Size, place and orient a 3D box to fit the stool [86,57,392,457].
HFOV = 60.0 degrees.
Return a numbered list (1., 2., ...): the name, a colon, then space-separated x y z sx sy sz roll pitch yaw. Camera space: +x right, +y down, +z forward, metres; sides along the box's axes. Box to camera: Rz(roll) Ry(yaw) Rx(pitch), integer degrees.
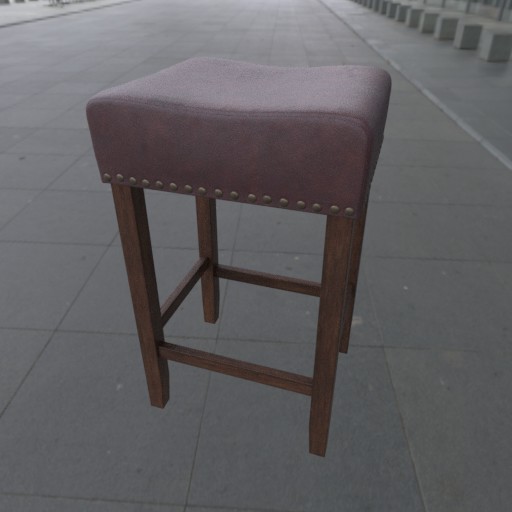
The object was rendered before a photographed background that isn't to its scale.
1. stool: 0.000 0.000 1.008 0.465 0.769 0.401 10 34 15
